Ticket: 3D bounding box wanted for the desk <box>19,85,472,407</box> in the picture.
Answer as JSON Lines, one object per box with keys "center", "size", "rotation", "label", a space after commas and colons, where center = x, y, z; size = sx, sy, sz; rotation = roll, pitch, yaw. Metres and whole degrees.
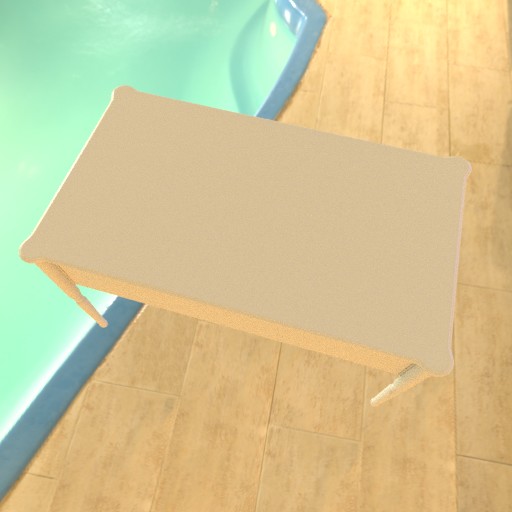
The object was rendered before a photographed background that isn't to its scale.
{"center": [0.000, 0.000, 1.824], "size": [1.380, 0.762, 0.807], "rotation": [14, 64, 7], "label": "desk"}
